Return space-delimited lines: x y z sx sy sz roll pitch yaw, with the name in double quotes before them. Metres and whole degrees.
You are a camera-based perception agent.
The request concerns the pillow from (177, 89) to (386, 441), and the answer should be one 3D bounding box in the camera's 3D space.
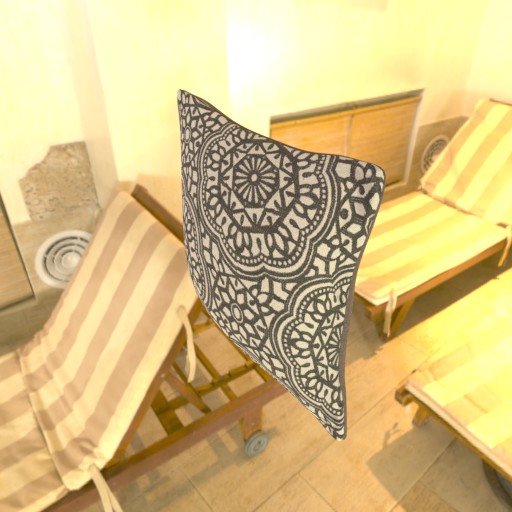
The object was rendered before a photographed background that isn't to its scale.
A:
"pillow" 0.000 0.000 0.675 0.148 0.417 0.436 -21 38 -29
